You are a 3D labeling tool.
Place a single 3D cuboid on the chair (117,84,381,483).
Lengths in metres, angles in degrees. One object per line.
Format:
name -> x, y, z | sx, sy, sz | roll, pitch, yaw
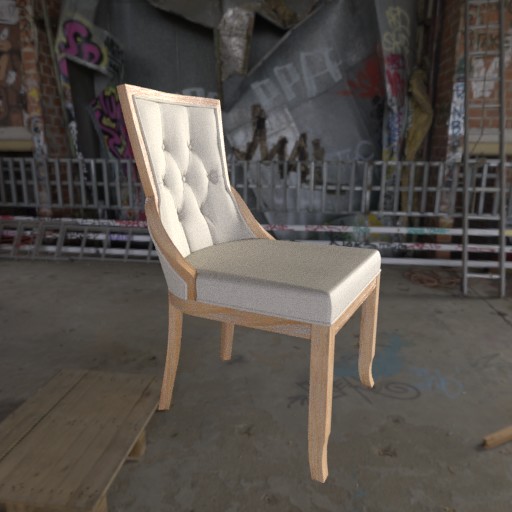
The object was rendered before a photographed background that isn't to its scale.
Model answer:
chair -> 0.000, 0.000, 1.324 | 0.641, 0.947, 0.524 | 7, 16, 27
